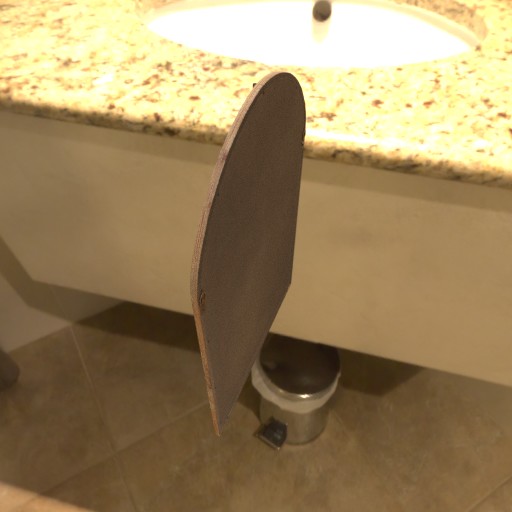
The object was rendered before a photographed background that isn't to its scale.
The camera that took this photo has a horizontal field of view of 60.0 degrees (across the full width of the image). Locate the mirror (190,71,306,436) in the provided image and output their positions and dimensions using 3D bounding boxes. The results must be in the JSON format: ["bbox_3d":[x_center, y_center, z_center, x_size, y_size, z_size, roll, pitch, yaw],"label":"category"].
[{"bbox_3d":[0.000,0.000,1.130,0.032,0.915,0.609,17,50,15],"label":"mirror"}]
